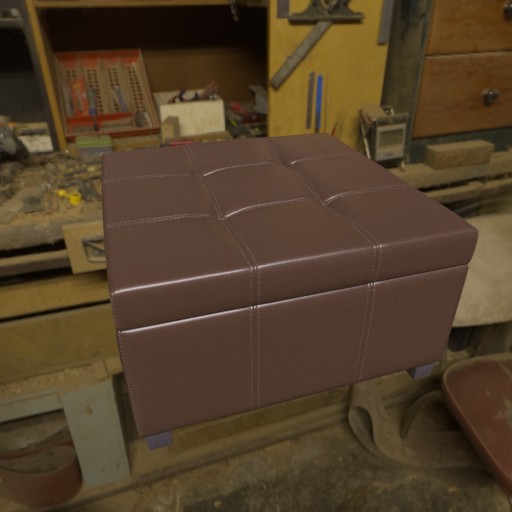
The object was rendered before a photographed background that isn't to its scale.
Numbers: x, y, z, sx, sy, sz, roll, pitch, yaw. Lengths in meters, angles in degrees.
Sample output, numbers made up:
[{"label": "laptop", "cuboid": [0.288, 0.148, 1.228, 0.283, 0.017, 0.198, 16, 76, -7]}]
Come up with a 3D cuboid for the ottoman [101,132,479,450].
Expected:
[{"label": "ottoman", "cuboid": [0.000, 0.000, 1.279, 0.787, 0.460, 0.788, -9, 33, -15]}]
